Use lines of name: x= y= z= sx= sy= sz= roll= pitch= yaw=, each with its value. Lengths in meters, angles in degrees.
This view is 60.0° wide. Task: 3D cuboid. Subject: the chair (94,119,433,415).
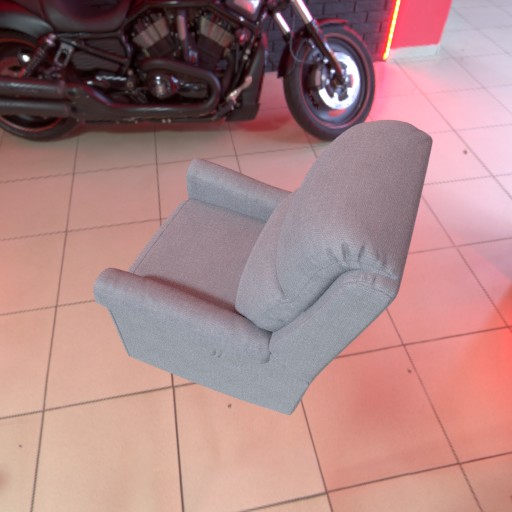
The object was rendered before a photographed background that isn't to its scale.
chair: x=0.000 y=0.000 z=1.729 sx=1.014 sy=1.054 sz=0.838 roll=16 pitch=50 yaw=14
